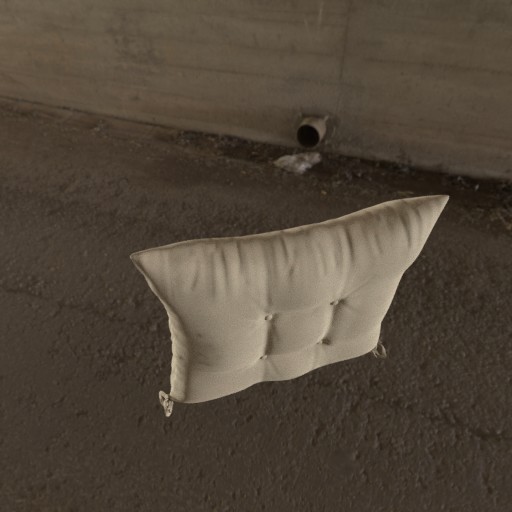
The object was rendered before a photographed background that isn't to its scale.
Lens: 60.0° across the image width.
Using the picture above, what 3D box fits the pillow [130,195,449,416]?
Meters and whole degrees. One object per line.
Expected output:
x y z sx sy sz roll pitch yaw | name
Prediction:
0.000 0.000 1.002 0.541 0.536 0.585 -11 42 -13 | pillow
